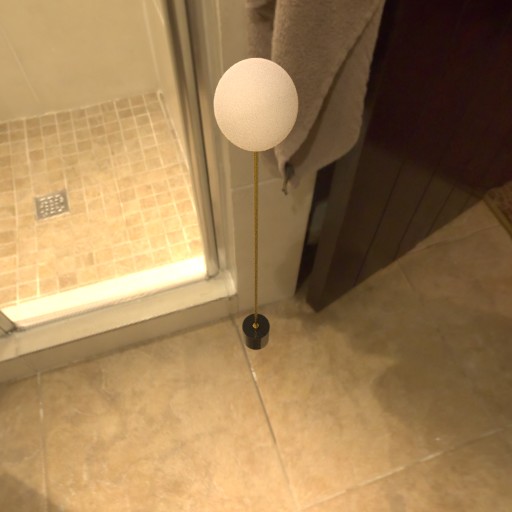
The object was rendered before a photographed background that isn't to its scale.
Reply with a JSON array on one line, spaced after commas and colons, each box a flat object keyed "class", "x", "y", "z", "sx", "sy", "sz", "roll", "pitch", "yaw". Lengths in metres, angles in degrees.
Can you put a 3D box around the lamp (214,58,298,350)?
[{"class": "lamp", "x": 0.000, "y": 0.000, "z": 1.837, "sx": 0.229, "sy": 1.748, "sz": 0.229, "roll": 30, "pitch": 62, "yaw": 18}]
